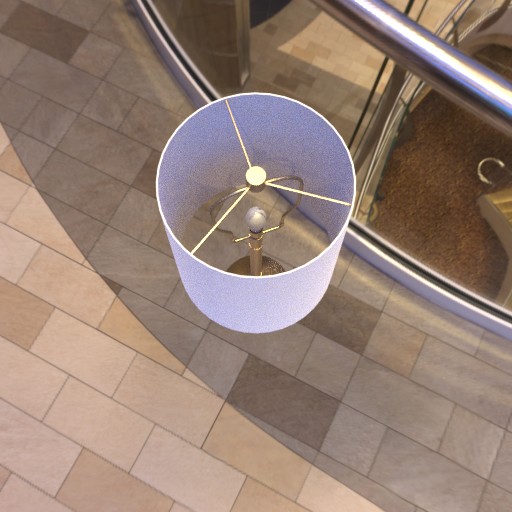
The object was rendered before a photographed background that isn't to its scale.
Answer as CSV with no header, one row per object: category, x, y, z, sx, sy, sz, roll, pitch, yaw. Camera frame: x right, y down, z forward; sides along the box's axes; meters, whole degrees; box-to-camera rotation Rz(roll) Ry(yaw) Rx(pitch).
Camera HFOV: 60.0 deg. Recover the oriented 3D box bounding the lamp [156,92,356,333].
lamp,0.000,0.000,0.665,0.231,0.569,0.231,0,76,0
